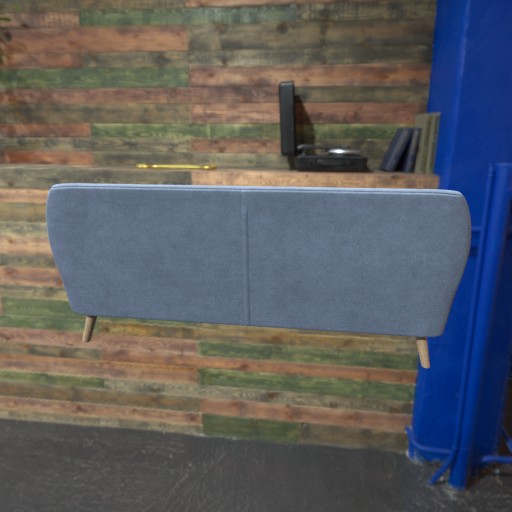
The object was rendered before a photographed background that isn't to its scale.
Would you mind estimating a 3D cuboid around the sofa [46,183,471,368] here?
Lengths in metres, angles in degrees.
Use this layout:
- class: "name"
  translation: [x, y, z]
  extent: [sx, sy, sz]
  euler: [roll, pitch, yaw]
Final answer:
- class: "sofa"
  translation: [0.000, 0.000, 2.391]
  extent: [1.970, 0.830, 0.830]
  euler: [2, 15, 9]
